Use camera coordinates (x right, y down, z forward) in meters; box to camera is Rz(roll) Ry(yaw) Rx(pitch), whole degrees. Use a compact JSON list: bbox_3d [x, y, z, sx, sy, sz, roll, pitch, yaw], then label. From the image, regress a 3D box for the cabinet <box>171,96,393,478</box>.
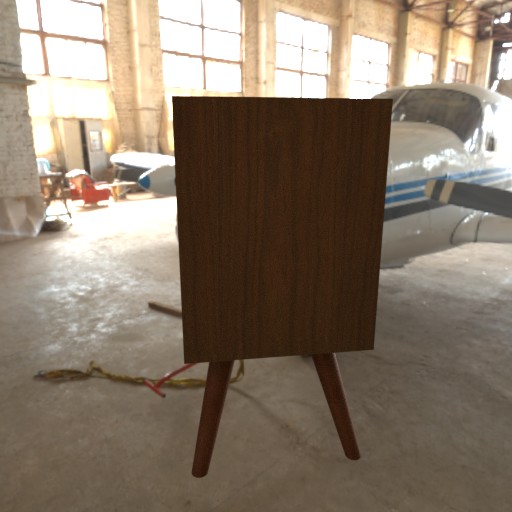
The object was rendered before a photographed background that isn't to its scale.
[{"bbox_3d":[0.000,0.000,1.187,0.388,0.748,0.712,-2,15,-8],"label":"cabinet"}]
